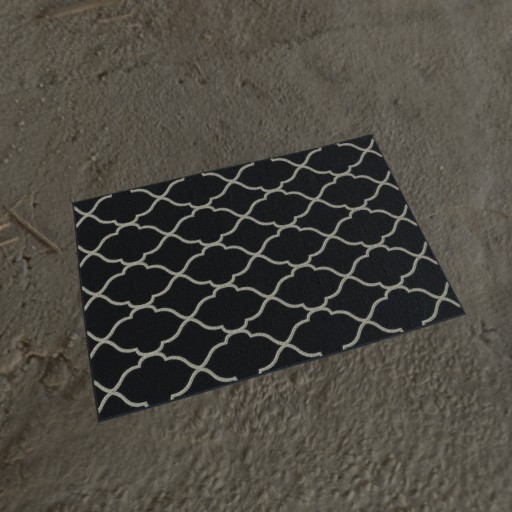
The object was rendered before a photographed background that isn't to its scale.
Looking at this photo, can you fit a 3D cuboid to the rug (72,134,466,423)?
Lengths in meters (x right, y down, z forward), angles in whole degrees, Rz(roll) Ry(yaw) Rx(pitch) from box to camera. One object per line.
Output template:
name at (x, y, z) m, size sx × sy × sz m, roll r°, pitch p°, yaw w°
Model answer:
rug at (0.000, 0.000, 2.938) m, size 2.290 × 0.014 × 1.526 m, roll -14°, pitch 64°, yaw -7°
